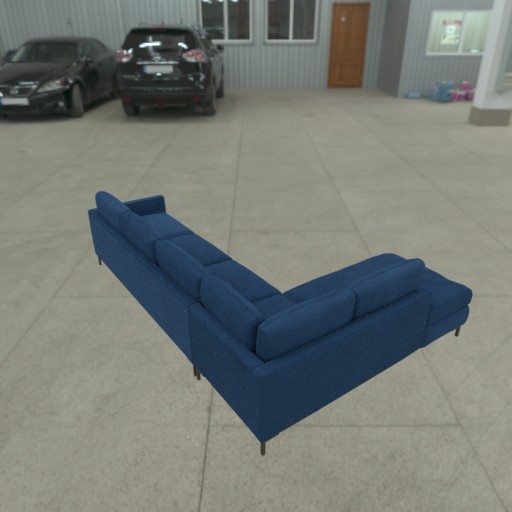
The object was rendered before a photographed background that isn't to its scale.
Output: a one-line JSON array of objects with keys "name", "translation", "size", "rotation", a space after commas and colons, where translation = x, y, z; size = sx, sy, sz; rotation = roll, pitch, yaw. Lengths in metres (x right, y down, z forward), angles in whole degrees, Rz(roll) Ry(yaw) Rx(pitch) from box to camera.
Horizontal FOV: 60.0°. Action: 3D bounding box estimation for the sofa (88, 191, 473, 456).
[{"name": "sofa", "translation": [0.000, 0.000, 3.902], "size": [2.007, 0.815, 2.949], "rotation": [-18, 32, -31]}]
